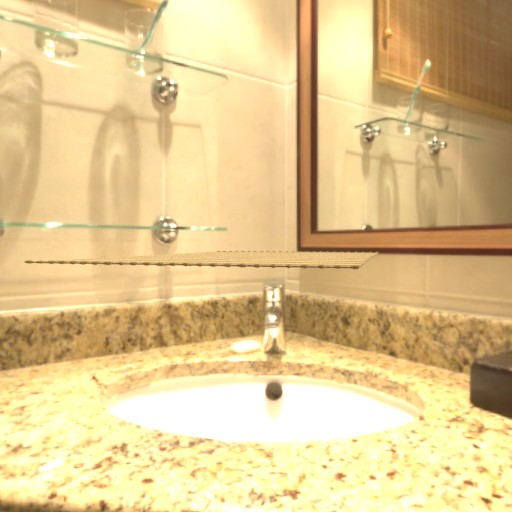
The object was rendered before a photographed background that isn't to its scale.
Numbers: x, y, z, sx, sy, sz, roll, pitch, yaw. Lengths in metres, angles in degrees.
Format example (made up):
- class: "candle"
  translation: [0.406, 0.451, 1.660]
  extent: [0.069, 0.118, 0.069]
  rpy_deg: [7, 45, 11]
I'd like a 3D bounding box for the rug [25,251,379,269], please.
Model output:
- class: "rug"
  translation: [0.000, 0.000, 3.004]
  extent: [1.540, 0.018, 2.435]
  rpy_deg: [1, 2, 17]
